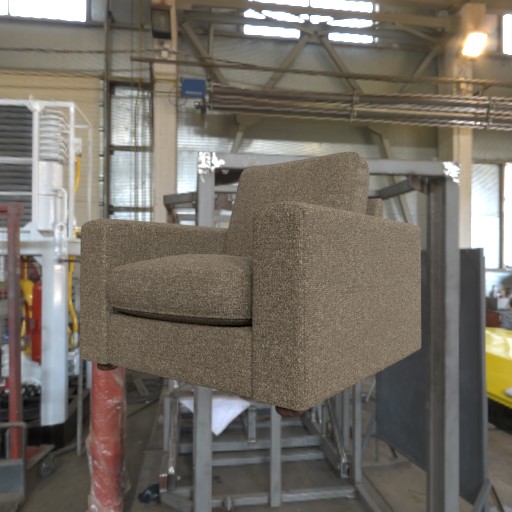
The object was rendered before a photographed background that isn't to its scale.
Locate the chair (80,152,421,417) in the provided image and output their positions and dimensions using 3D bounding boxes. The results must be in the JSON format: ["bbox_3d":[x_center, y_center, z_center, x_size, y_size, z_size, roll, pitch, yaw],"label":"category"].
[{"bbox_3d":[0.000,0.000,1.776,1.005,0.873,1.016,0,-1,37],"label":"chair"}]
